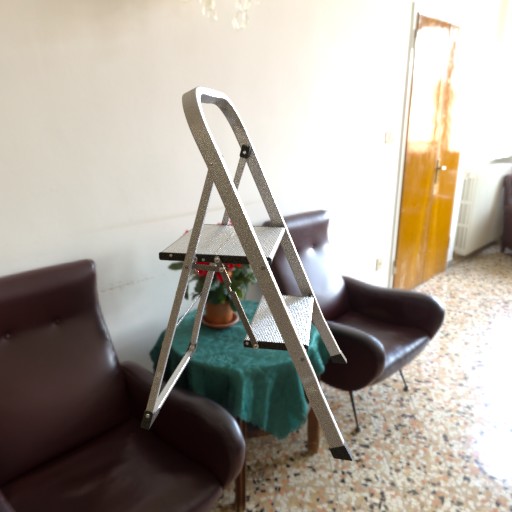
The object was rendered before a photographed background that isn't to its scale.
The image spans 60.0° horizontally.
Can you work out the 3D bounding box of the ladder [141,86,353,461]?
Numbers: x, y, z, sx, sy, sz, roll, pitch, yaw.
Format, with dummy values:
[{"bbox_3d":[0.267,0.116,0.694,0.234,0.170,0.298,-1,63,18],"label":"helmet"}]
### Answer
[{"bbox_3d":[0.000,0.000,1.167,0.530,0.830,0.465,3,17,9],"label":"ladder"}]
